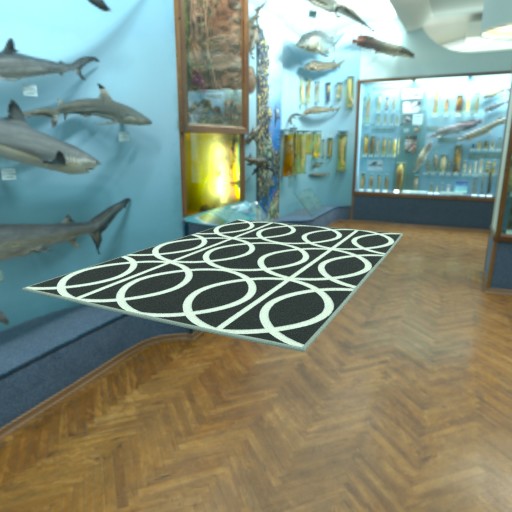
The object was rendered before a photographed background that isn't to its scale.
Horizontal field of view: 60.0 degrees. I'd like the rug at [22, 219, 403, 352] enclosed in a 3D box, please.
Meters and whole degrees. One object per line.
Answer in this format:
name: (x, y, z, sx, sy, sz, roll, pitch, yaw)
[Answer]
rug: (0.000, 0.000, 2.892, 1.526, 0.014, 2.290, 7, 16, 25)
